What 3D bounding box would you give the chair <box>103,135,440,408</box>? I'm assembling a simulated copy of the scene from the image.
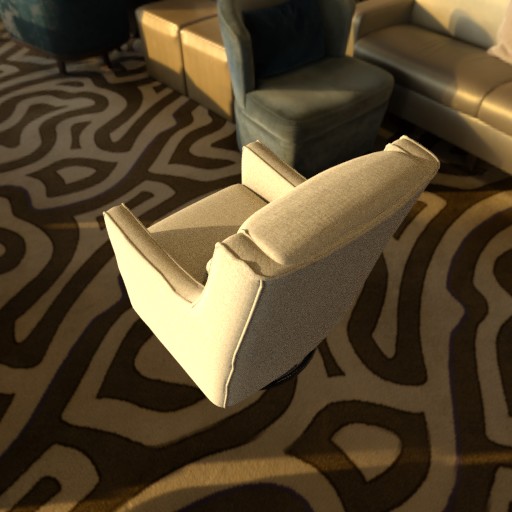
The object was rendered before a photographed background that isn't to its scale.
[{"bbox_3d":[0.000,0.000,1.595,0.732,0.993,0.879,-32,54,-27],"label":"chair"}]
